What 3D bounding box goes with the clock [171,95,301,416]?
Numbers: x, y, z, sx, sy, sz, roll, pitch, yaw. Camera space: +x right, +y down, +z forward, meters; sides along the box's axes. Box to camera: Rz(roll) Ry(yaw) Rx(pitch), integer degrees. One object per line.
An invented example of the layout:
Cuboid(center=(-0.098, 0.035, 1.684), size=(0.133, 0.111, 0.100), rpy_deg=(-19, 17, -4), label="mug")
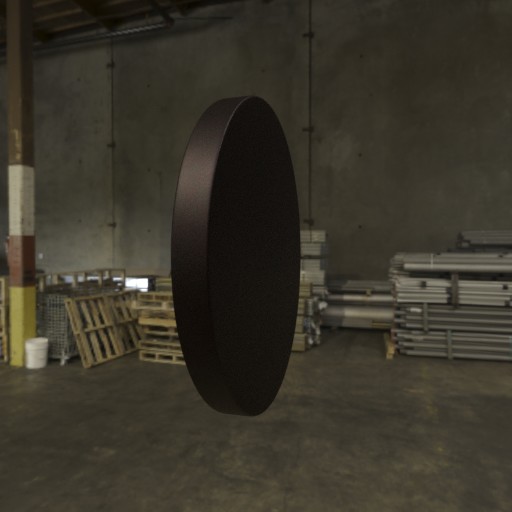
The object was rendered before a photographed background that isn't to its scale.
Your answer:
Cuboid(center=(0.000, 0.000, 0.461), size=(0.029, 0.314, 0.314), rpy_deg=(0, 1, 18), label="clock")
